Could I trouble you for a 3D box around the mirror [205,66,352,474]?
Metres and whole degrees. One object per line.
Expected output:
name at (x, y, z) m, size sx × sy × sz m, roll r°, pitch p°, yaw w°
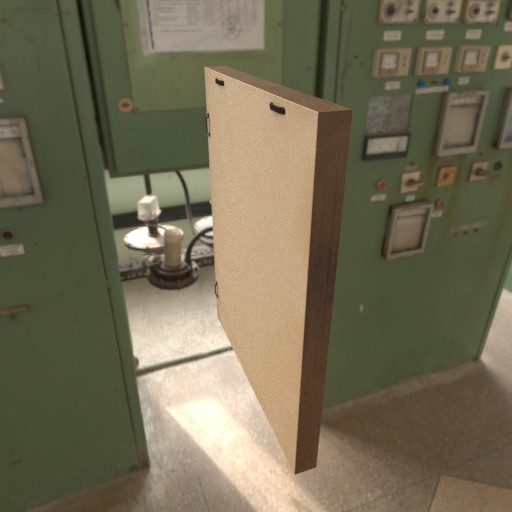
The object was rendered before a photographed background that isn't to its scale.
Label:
mirror at (0.000, 0.000, 0.689) m, size 0.041 × 0.508 × 0.405 m, roll -10°, pitch 30°, yaw -18°
